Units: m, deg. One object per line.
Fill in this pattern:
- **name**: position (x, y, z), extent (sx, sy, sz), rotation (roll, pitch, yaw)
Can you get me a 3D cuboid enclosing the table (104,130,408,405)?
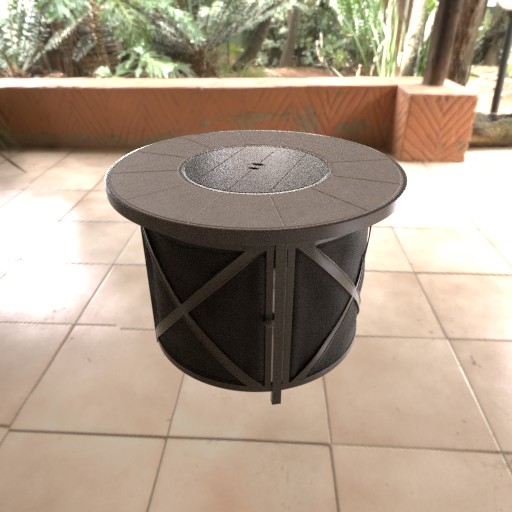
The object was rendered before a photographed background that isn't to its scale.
- **table**: position (0.000, 0.000, 1.556), extent (0.914, 0.650, 0.914), rotation (0, 30, 0)
